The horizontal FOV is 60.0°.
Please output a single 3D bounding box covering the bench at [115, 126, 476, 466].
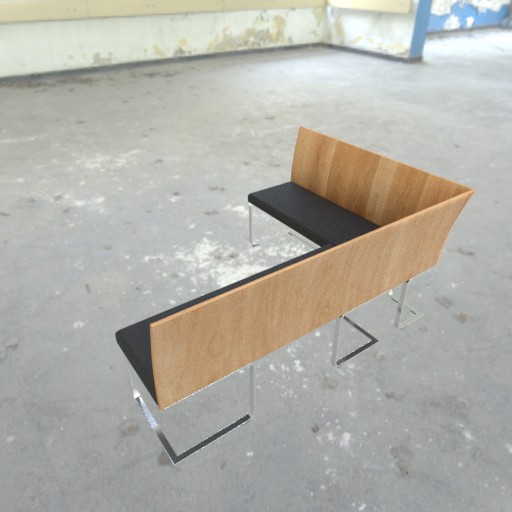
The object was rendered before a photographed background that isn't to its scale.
[{"bbox_3d":[0.000,0.000,2.750,1.945,0.930,1.495,-21,38,-29],"label":"bench"}]
